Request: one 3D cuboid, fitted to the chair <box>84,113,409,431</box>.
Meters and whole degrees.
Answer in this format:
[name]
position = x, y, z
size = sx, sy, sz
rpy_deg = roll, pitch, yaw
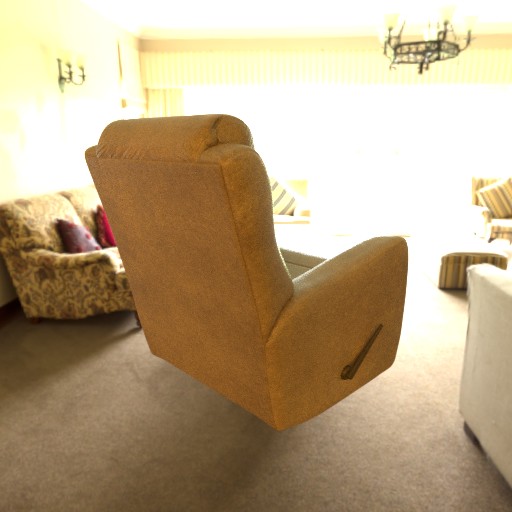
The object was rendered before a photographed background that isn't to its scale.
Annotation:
[chair]
position = 0.000, 0.000, 1.900
size = 1.068, 1.116, 0.967
rpy_deg = -14, 20, -43
